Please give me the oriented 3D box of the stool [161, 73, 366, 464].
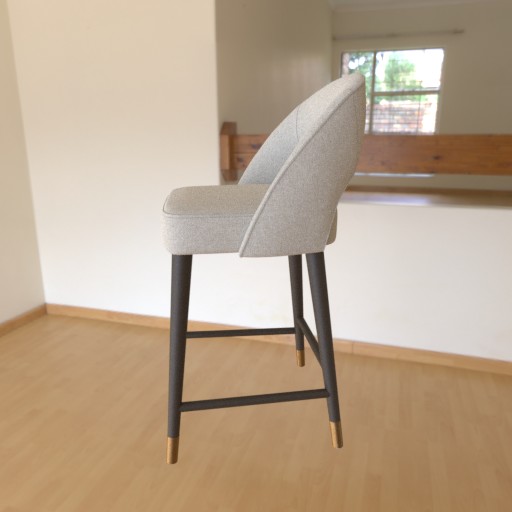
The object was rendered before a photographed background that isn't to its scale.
[{"bbox_3d":[0.000,0.000,1.224,0.509,0.940,0.494,-2,16,-7],"label":"stool"}]
